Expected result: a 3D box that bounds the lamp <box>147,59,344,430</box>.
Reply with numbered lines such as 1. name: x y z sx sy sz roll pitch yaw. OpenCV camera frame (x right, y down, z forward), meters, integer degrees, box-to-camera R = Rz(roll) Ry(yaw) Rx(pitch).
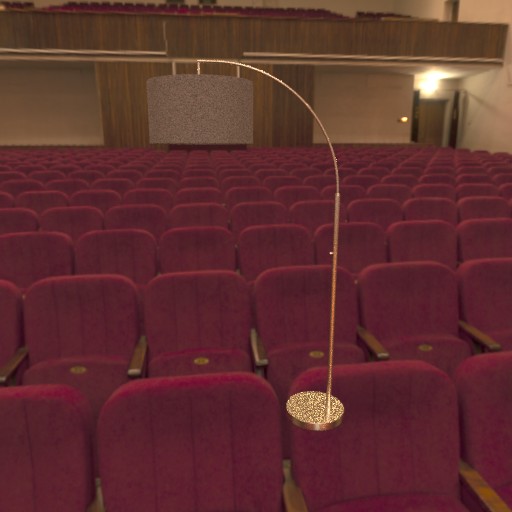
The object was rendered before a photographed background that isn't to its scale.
1. lamp: 0.000 0.000 2.118 0.934 1.735 0.452 -2 13 -7
